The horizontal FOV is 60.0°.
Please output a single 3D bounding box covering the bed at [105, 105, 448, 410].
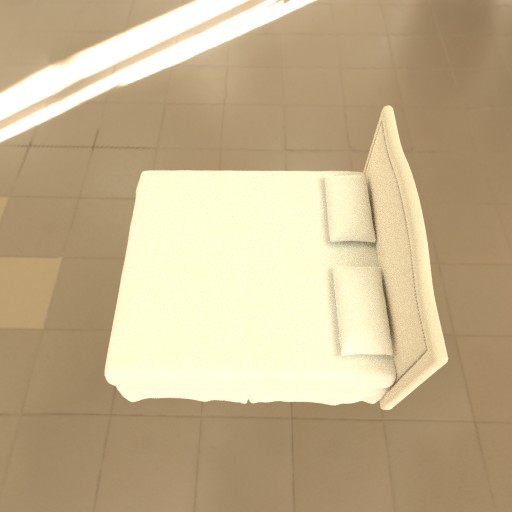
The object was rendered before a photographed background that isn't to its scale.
[{"bbox_3d":[0.000,0.000,3.509,2.182,1.421,2.083,0,59,0],"label":"bed"}]
